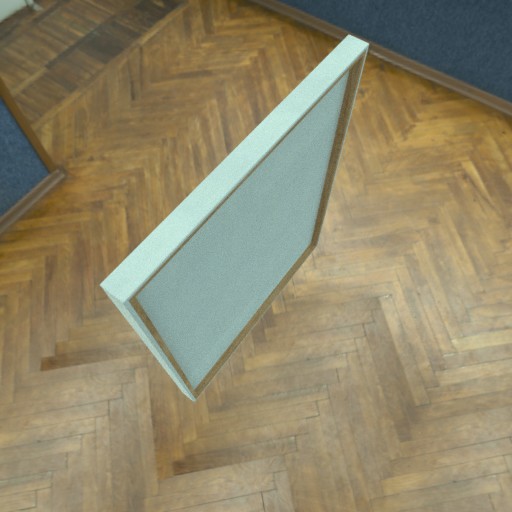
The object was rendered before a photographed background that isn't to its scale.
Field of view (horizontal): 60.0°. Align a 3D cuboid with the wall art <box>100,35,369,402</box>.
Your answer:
[{"bbox_3d":[0.000,0.000,0.828,0.037,0.606,0.508,33,67,16],"label":"wall art"}]
